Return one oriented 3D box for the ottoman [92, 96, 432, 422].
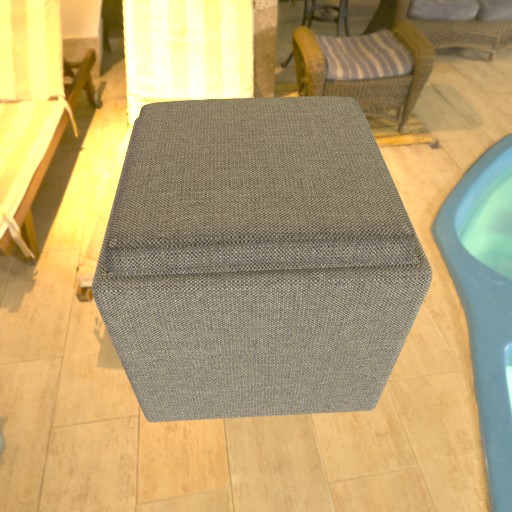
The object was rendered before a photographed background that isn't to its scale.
[{"bbox_3d":[0.000,0.000,0.848,0.454,0.487,0.436,-2,47,-2],"label":"ottoman"}]
